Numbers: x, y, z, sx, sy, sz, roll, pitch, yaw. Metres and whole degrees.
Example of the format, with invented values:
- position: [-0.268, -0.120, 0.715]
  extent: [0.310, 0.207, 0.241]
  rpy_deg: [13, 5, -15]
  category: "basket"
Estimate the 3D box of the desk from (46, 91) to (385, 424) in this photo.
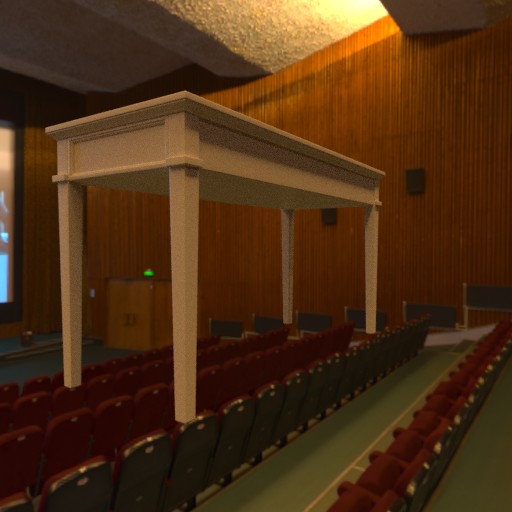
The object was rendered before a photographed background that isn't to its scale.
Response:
- position: [0.000, 0.000, 1.718]
  extent: [0.559, 0.774, 1.372]
  rpy_deg: [1, 2, 34]
  category: "desk"
